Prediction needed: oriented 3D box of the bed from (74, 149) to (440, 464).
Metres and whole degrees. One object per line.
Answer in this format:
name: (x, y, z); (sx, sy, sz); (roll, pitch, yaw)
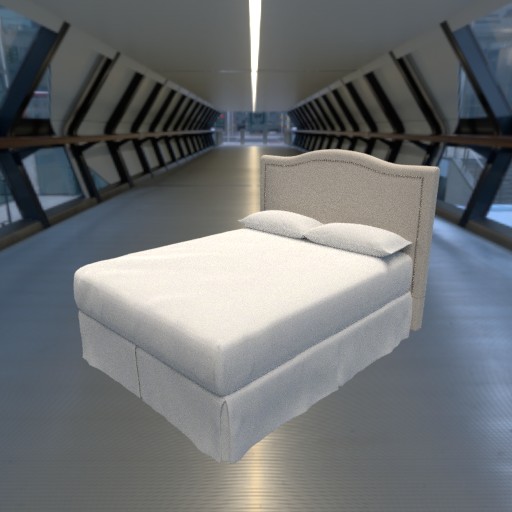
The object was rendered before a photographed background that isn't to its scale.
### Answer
bed: (0.000, 0.000, 3.300); (1.753, 1.460, 2.143); (16, 23, 42)
